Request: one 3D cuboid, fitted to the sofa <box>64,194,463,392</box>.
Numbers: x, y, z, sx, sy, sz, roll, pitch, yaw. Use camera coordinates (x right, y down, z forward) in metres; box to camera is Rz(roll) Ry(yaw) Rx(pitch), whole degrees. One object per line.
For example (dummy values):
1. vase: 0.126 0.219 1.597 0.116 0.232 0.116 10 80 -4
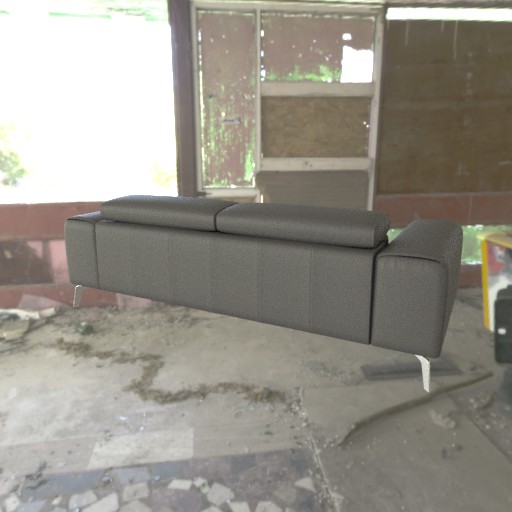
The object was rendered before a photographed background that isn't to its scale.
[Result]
1. sofa: 0.000 0.000 2.815 2.321 0.759 1.023 7 16 27
